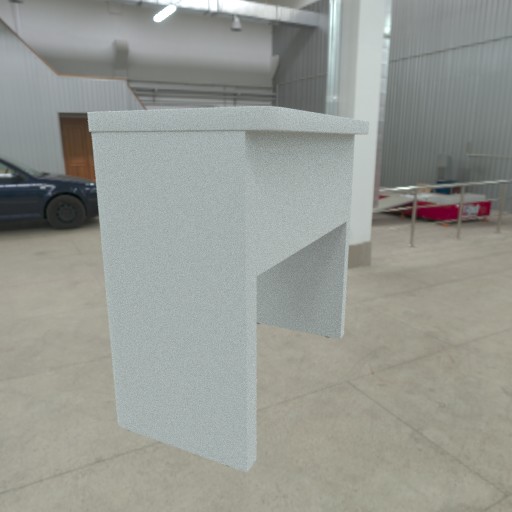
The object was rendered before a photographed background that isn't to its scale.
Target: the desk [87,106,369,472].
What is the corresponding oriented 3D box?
[{"bbox_3d":[0.000,0.000,1.279,0.446,0.760,0.790,7,16,25],"label":"desk"}]
